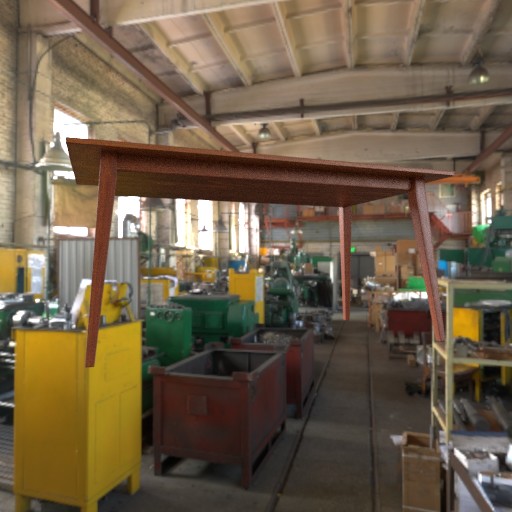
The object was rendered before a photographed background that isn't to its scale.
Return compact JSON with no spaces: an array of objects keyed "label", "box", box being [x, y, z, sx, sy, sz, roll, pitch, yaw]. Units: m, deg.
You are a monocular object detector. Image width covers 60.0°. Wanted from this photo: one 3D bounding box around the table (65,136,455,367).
[{"label":"table","box":[0.000,0.000,2.088,1.609,0.755,0.811,0,-1,-20]}]
